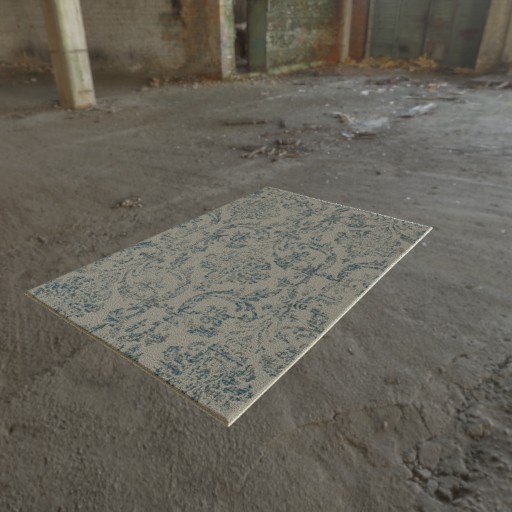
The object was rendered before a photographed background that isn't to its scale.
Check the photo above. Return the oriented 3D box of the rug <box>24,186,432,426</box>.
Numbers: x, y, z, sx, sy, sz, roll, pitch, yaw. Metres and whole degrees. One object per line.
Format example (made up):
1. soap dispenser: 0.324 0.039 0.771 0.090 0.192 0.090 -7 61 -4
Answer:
1. rug: 0.000 0.000 2.292 1.213 0.012 1.831 20 34 33
